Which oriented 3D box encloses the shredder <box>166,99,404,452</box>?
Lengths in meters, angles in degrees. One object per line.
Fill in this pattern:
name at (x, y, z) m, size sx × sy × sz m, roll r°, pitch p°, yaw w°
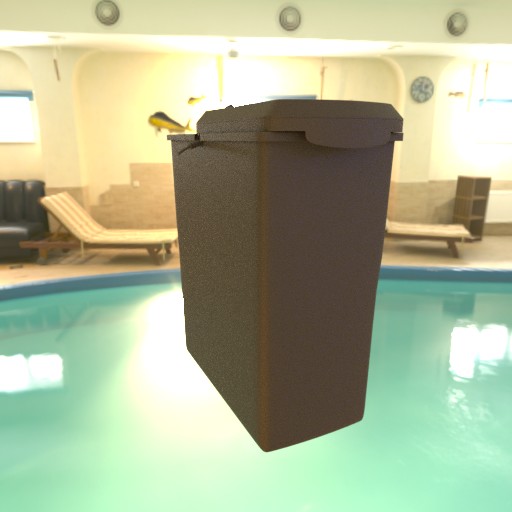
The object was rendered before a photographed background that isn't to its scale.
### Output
shredder at (0.000, 0.000, 0.520) m, size 0.170 × 0.335 × 0.320 m, roll -7°, pitch 16°, yaw -25°
